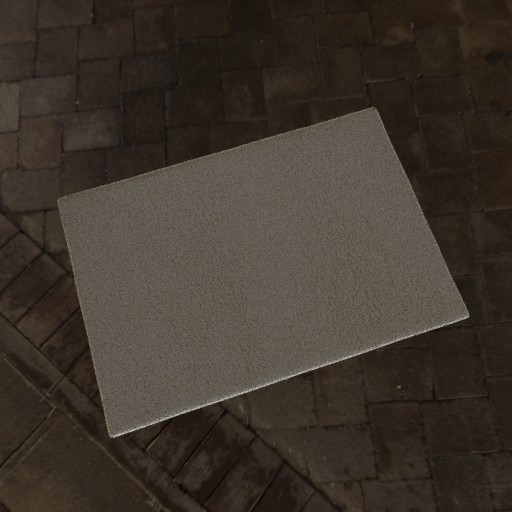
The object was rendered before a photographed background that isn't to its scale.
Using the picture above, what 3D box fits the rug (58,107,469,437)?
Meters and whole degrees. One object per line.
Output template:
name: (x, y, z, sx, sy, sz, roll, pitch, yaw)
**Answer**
rug: (0.000, 0.000, 2.224, 1.778, 0.030, 1.219, -17, 75, -5)
